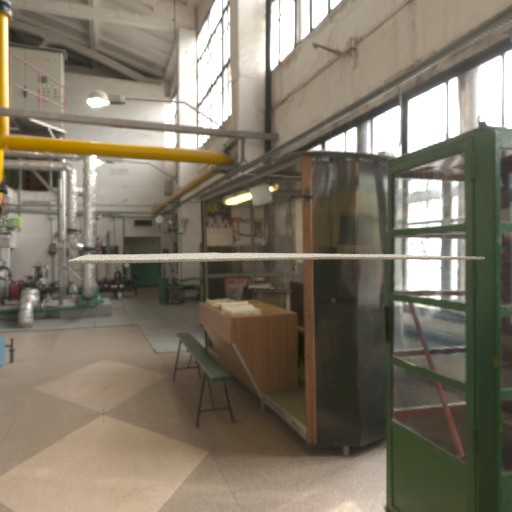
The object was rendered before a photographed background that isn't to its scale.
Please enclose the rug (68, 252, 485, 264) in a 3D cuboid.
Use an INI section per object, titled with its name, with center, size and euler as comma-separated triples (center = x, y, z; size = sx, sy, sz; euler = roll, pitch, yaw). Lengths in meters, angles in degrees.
[rug]
center = 0.000, 0.000, 4.897
size = 3.626, 0.051, 2.757
euler = 0, 1, -18
